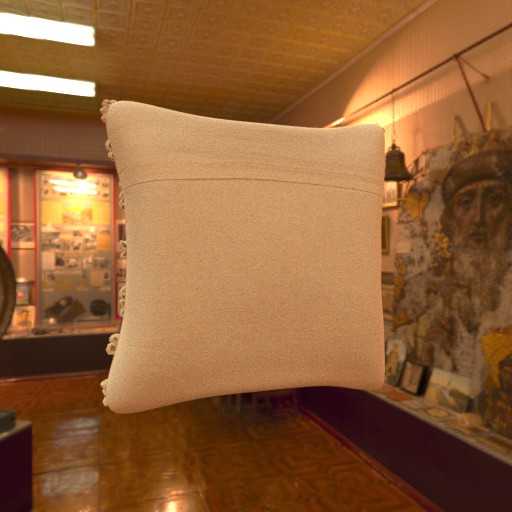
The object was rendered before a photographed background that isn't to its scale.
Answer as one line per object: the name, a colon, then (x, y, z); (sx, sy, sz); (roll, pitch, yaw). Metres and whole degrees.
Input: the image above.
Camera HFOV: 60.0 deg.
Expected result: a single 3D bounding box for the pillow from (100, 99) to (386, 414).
pillow: (0.000, 0.000, 0.658); (0.437, 0.427, 0.145); (0, 0, -18)
